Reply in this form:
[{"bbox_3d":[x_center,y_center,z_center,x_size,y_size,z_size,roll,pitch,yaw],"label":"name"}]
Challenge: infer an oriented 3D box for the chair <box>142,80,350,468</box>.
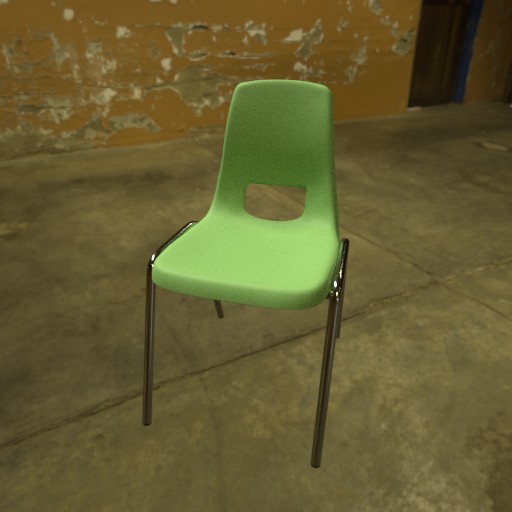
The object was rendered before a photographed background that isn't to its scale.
[{"bbox_3d":[0.000,0.000,0.929,0.381,0.653,0.436,8,28,15],"label":"chair"}]
